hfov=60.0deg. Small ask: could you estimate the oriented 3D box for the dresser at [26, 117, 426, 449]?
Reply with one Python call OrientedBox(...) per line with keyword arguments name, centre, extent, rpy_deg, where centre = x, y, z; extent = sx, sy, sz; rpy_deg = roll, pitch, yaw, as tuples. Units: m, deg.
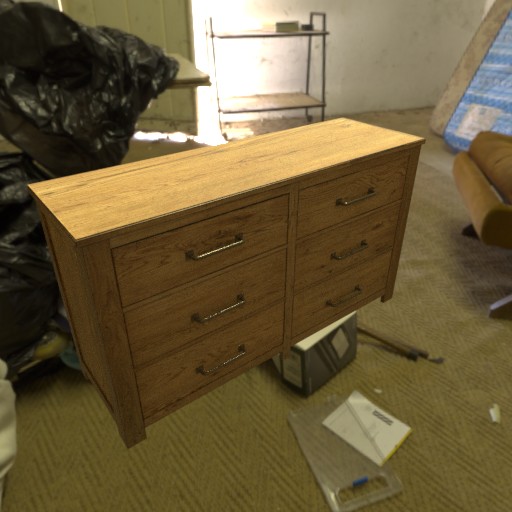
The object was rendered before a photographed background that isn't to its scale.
OrientedBox(name="dresser", centre=(0.000, 0.000, 2.076), extent=(1.657, 0.932, 0.563), rpy_deg=(-21, 37, -32))
